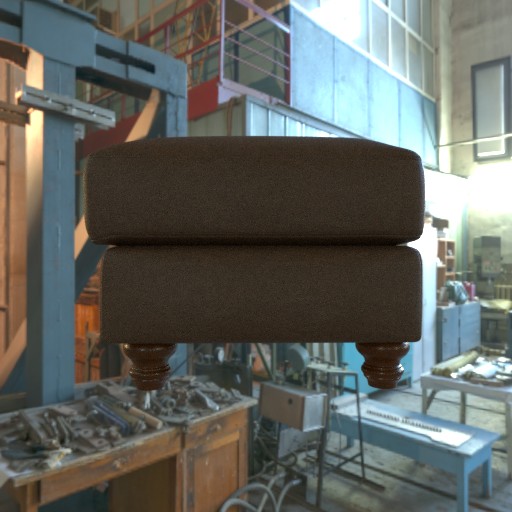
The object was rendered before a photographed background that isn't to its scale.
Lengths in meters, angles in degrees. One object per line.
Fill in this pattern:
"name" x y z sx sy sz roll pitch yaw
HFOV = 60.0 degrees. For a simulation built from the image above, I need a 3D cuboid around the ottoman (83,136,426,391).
"ottoman" 0.000 0.000 1.154 0.635 0.508 0.787 0 -1 -1
